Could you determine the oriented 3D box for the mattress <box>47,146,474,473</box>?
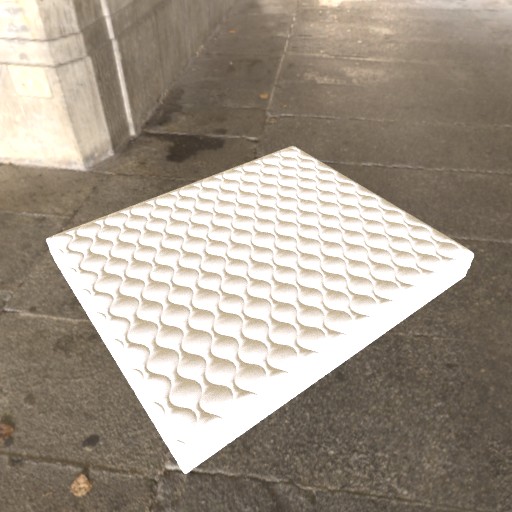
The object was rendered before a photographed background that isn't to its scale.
[{"bbox_3d":[0.000,0.000,2.596,1.900,0.200,1.600,-26,48,-27],"label":"mattress"}]
